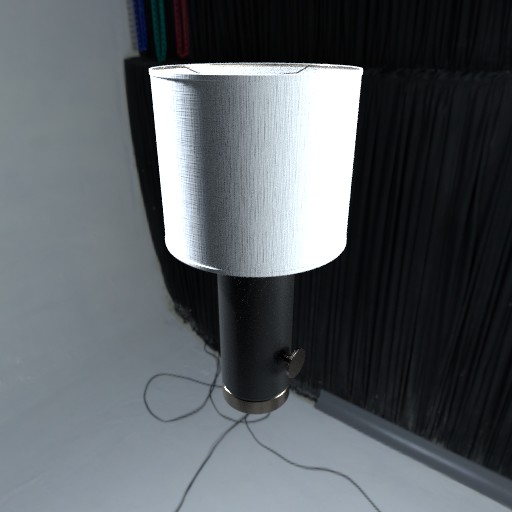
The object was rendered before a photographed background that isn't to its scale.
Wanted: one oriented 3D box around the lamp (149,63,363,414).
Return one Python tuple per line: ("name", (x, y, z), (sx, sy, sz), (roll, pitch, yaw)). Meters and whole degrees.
("lamp", (0.000, 0.000, 0.615), (0.240, 0.482, 0.241), (18, 31, 33))
